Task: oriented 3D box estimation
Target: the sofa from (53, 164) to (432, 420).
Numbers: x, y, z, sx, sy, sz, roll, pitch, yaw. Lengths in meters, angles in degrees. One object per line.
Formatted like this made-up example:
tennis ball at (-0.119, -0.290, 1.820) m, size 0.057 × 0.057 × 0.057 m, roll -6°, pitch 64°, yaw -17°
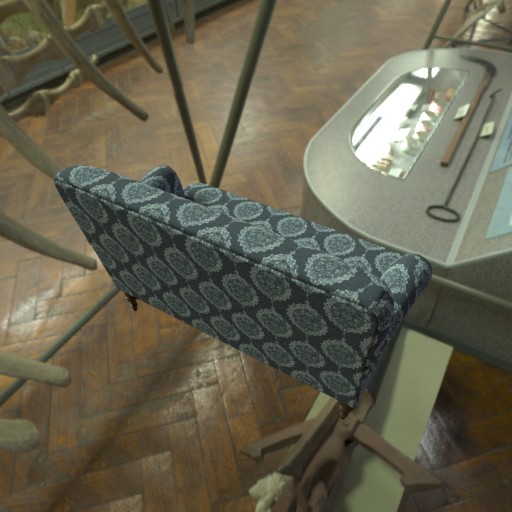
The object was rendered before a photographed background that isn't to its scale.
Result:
sofa at (0.000, 0.000, 1.806) m, size 1.297 × 0.867 × 0.779 m, roll 22°, pitch 48°, yaw 21°
